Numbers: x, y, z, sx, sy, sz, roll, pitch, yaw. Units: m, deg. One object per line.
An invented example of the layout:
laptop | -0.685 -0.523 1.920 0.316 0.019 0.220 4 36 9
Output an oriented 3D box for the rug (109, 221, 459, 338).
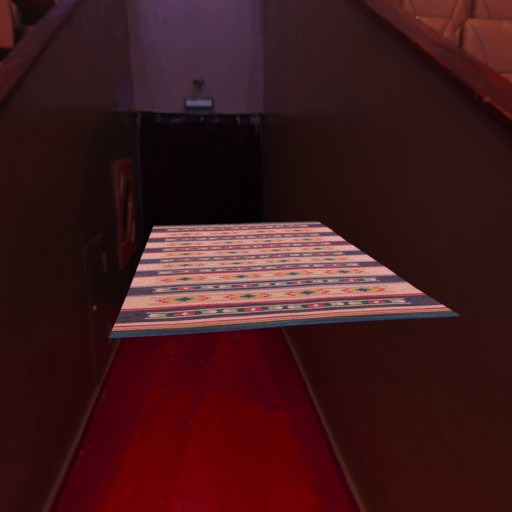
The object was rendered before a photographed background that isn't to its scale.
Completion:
rug | 0.000 0.000 2.973 1.522 0.010 2.311 -2 15 -8
